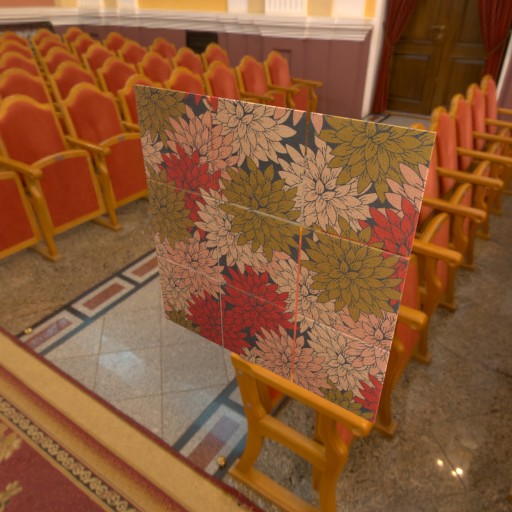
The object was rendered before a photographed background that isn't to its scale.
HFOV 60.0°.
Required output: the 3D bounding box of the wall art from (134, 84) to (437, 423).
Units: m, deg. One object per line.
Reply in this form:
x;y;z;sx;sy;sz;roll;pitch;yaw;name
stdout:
0.000;0.000;2.306;1.519;1.534;0.013;20;37;29;wall art
